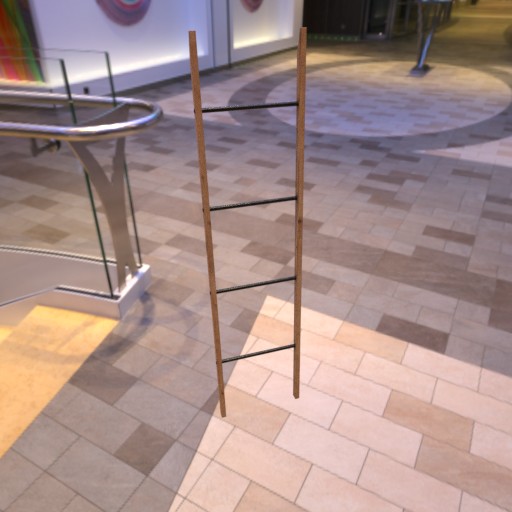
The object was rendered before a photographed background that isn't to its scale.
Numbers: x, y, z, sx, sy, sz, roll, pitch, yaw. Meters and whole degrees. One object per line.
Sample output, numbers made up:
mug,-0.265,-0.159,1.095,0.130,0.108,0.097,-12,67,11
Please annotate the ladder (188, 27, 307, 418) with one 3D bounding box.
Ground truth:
ladder,0.000,0.000,1.987,0.442,1.805,0.200,-9,33,-15
